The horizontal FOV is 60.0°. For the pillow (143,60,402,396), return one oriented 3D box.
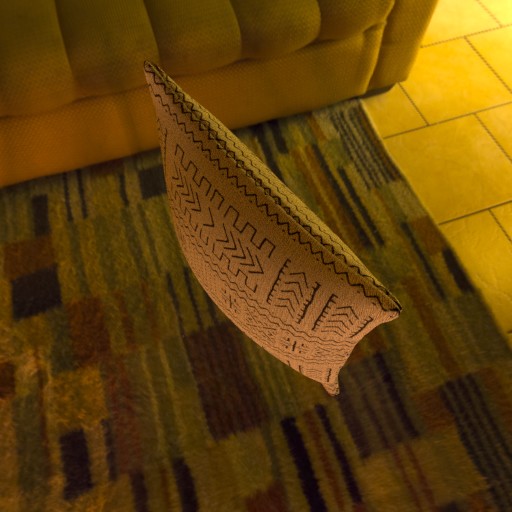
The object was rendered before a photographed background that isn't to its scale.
[{"bbox_3d":[0.000,0.000,0.668,0.164,0.430,0.438,-36,69,-17],"label":"pillow"}]
